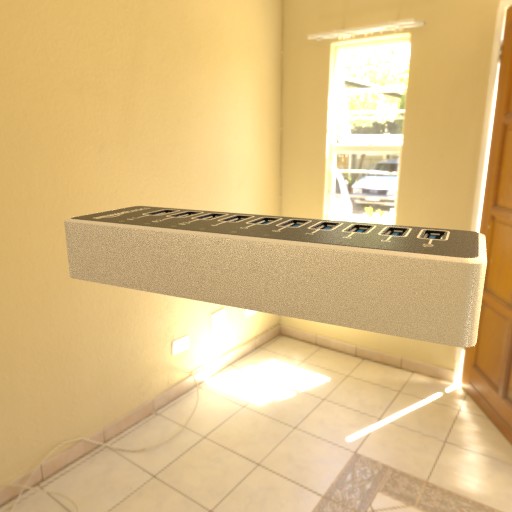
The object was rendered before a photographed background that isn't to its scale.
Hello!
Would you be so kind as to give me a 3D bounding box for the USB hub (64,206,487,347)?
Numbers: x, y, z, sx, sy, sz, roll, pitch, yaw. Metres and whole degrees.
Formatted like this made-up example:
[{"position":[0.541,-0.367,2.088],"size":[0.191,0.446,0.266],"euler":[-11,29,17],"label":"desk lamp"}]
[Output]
[{"position":[0.000,0.000,0.159],"size":[0.145,0.023,0.044],"euler":[7,16,25],"label":"USB hub"}]
